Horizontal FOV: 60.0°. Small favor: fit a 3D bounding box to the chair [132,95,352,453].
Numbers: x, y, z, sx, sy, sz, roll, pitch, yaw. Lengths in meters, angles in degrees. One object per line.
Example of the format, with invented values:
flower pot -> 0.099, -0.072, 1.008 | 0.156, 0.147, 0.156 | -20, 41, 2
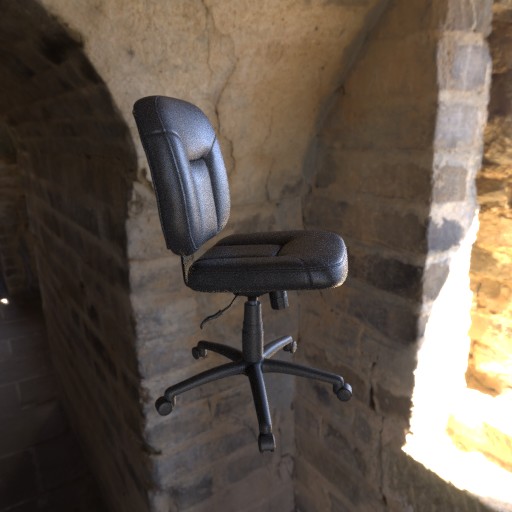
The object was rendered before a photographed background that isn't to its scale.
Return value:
chair -> 0.000, 0.000, 1.405 | 0.646, 0.959, 0.647 | 3, 16, 10
